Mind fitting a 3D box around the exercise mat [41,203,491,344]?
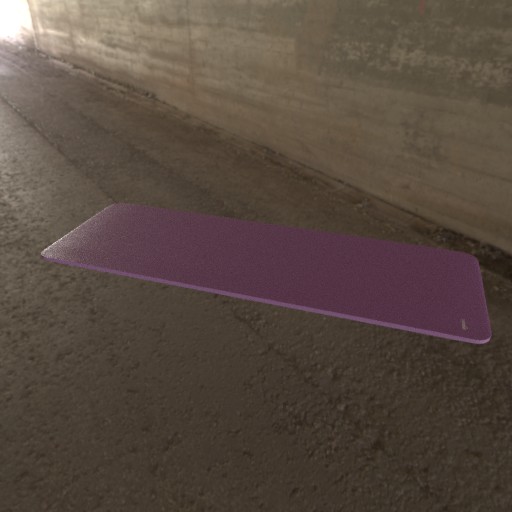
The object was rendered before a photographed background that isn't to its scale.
[{"bbox_3d":[0.000,0.000,1.971,1.869,0.021,0.616,9,32,15],"label":"exercise mat"}]
